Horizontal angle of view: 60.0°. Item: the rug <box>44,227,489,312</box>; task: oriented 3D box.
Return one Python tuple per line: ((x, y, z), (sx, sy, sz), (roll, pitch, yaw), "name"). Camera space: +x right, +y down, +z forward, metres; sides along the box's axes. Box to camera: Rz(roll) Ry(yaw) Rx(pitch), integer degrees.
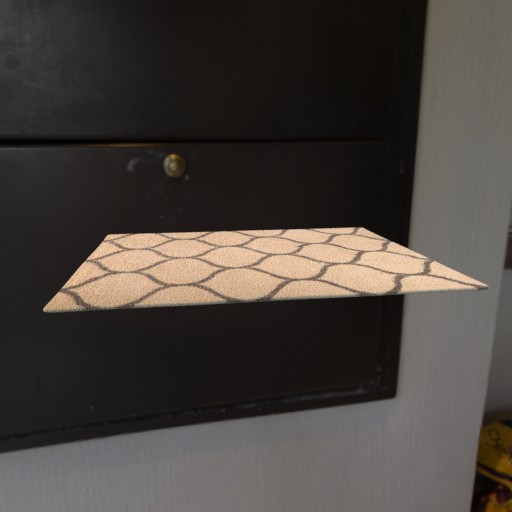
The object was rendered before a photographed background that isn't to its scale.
((0.000, 0.000, 4.057), (3.000, 0.026, 2.399), (-2, 14, -8), "rug")
